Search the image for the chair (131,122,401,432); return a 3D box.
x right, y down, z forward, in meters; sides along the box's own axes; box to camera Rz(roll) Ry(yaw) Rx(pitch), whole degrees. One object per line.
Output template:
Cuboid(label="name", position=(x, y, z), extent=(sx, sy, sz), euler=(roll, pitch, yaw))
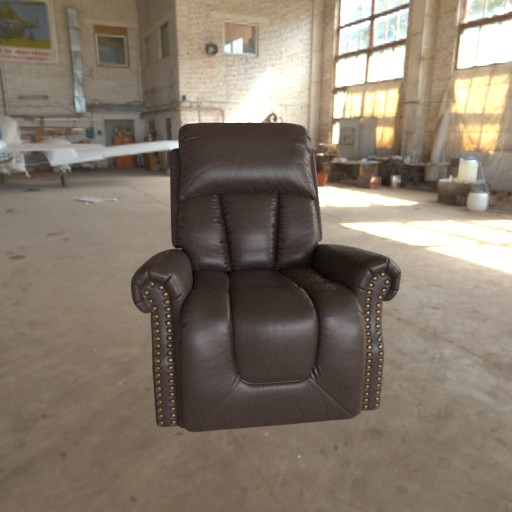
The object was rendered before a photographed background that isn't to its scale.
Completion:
Cuboid(label="chair", position=(0.000, 0.000, 1.745), extent=(0.869, 1.028, 0.978), euler=(-2, 15, -7))
